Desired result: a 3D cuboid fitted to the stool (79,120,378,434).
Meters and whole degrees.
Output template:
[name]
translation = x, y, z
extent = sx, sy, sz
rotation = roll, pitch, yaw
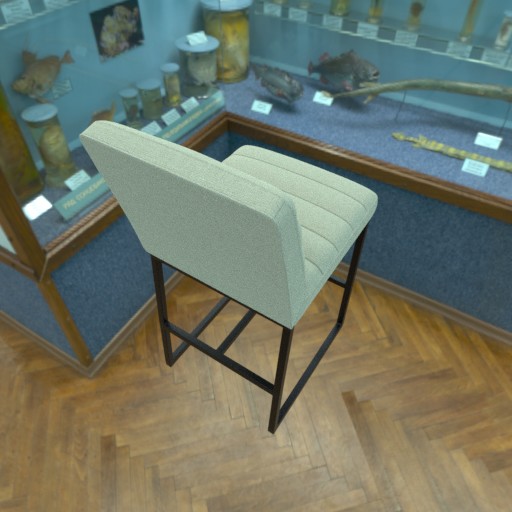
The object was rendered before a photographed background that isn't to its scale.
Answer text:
[stool]
translation = 0.000, 0.000, 1.241
extent = 0.460, 0.940, 0.560
rotation = 26, 52, 22
